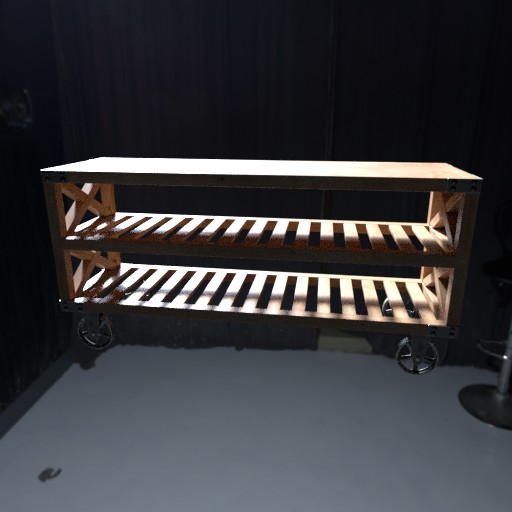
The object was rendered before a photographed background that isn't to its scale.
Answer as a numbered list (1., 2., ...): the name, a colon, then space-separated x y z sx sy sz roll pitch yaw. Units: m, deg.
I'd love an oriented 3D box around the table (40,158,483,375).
1. table: 0.000 0.000 1.783 1.487 0.711 0.467 3 18 8
